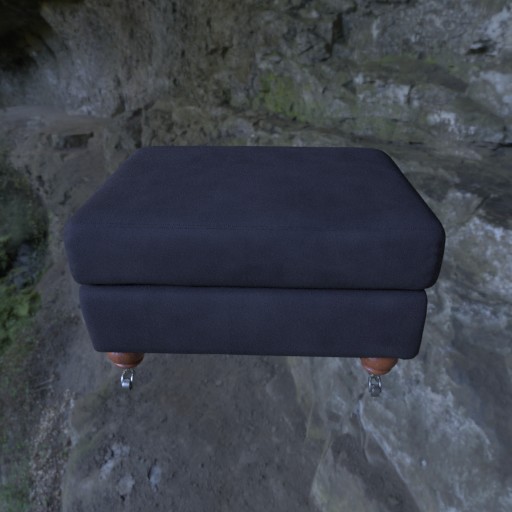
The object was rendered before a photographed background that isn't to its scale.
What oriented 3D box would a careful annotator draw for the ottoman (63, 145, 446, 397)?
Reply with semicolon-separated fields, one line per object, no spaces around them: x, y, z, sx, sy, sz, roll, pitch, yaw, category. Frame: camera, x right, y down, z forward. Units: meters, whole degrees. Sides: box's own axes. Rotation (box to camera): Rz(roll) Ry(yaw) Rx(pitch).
0.000;0.000;1.180;0.773;0.497;0.574;1;30;2;ottoman
